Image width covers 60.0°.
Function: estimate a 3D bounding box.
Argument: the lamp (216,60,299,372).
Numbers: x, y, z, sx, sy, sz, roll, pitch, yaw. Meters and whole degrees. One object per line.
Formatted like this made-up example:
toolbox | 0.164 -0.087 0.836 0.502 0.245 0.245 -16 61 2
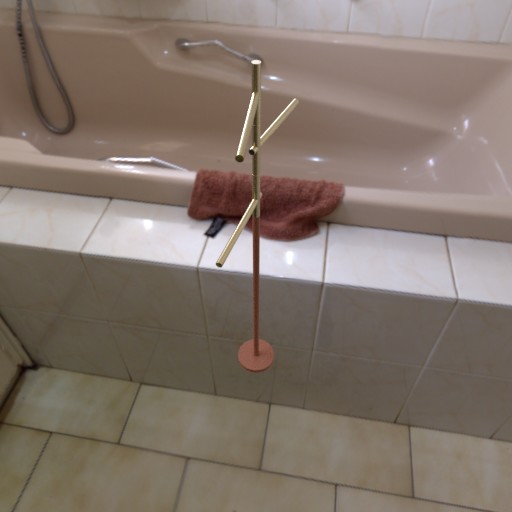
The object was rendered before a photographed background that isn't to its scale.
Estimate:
lamp | 0.000 0.000 1.966 0.209 1.704 0.737 9 47 8
